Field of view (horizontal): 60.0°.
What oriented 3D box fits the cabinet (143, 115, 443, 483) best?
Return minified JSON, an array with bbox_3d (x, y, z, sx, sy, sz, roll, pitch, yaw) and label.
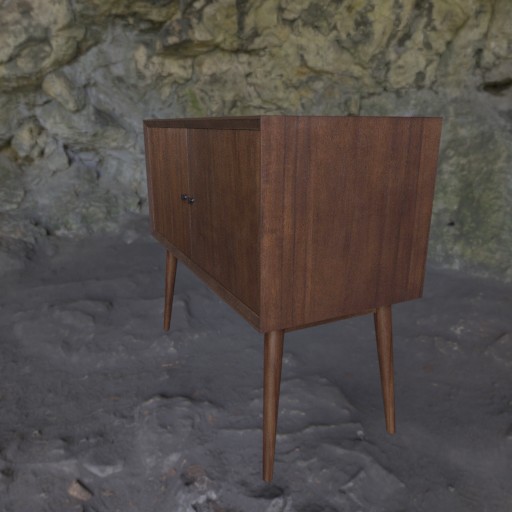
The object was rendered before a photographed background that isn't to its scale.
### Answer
[{"bbox_3d":[0.000,0.000,1.104,0.354,0.654,0.743,-8,18,-25],"label":"cabinet"}]
